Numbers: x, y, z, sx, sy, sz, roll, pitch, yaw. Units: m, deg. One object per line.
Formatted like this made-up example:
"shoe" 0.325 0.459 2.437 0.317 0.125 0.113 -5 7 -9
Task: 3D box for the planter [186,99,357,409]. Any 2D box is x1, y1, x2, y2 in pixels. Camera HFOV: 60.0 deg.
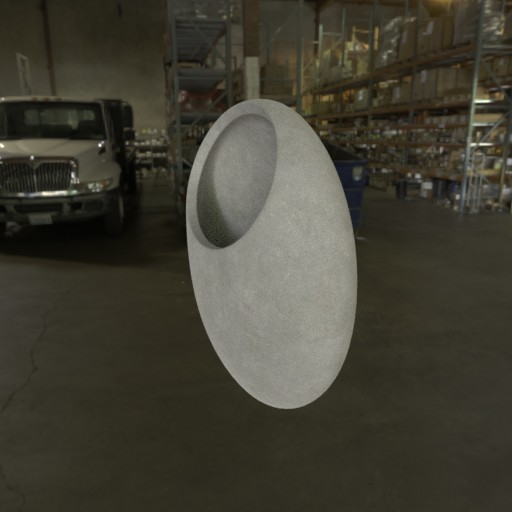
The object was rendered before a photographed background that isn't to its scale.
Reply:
"planter" 0.000 0.000 0.281 0.071 0.188 0.185 -7 17 -24
